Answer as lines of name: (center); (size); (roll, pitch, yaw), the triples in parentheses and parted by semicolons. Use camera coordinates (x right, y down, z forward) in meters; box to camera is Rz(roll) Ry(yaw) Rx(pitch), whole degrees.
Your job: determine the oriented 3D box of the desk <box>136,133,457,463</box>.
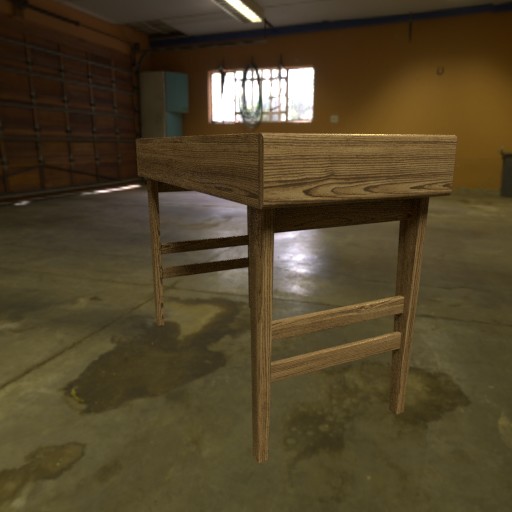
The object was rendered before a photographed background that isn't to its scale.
desk: (0.000, 0.000, 1.462); (0.508, 0.755, 1.067); (-7, 16, -26)
